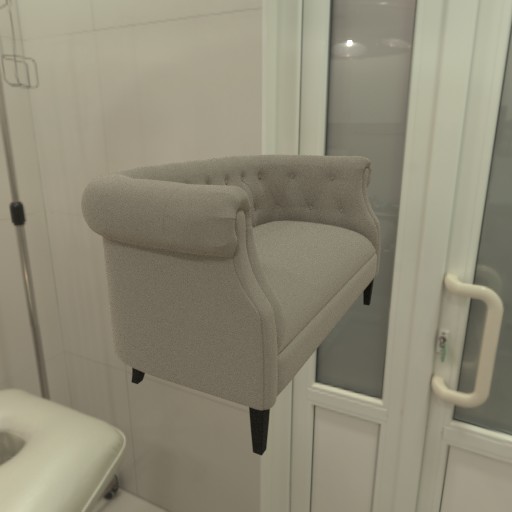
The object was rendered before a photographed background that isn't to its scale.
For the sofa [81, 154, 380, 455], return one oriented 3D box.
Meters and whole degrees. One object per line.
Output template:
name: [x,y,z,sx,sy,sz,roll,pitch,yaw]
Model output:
sofa: [0.000,0.000,2.008,0.835,0.827,1.558,8,19,26]
